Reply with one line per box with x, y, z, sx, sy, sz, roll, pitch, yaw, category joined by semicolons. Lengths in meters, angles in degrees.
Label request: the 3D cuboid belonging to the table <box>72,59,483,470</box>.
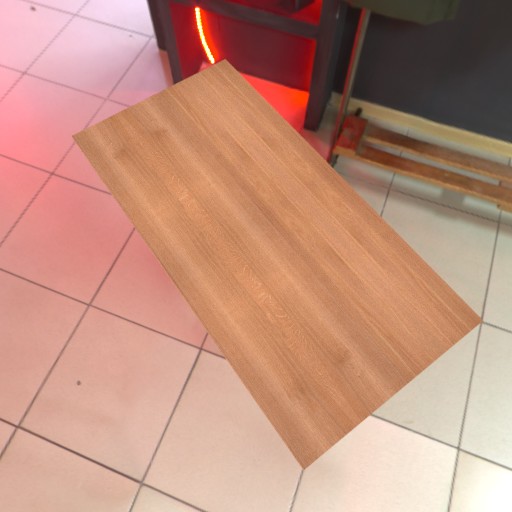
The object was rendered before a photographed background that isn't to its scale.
0.000;0.000;2.280;0.900;0.750;1.800;-33;68;-15;table
